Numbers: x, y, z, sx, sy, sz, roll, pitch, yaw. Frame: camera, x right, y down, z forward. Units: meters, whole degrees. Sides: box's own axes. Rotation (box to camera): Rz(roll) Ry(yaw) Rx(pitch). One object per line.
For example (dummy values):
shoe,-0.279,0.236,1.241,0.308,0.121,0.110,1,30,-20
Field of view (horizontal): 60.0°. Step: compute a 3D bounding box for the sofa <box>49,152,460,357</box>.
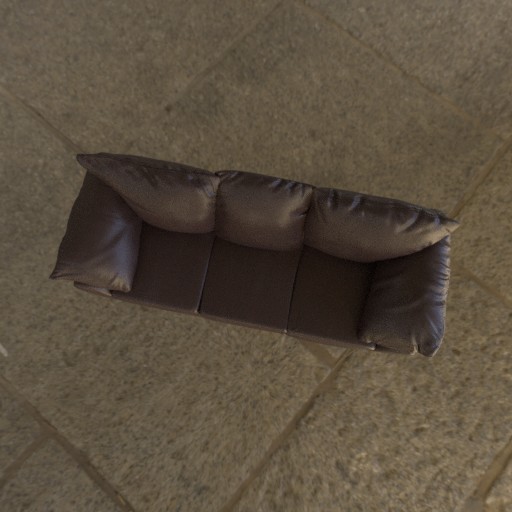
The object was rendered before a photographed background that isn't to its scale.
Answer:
sofa,0.000,0.000,2.896,2.390,1.091,0.907,11,75,3
